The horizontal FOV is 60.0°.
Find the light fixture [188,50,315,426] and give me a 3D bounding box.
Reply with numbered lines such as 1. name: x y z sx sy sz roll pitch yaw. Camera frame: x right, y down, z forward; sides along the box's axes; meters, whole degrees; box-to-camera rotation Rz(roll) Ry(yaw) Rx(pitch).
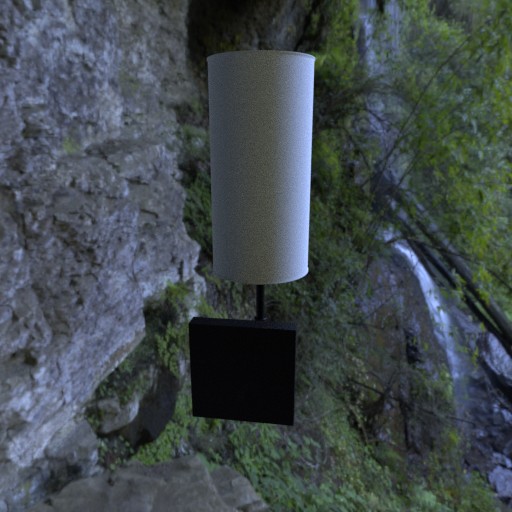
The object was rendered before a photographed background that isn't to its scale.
1. light fixture: 0.000 0.000 0.550 0.128 0.462 0.208 2 16 8
